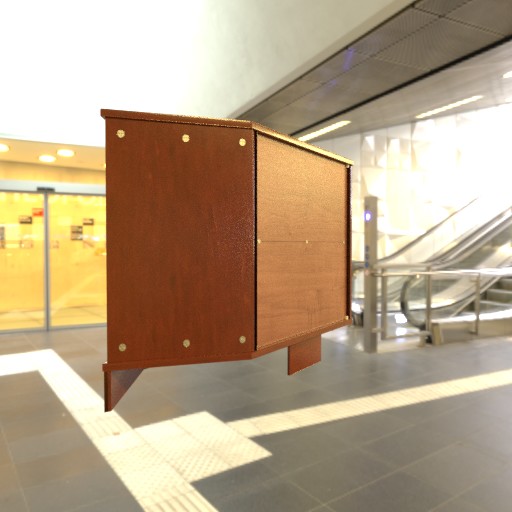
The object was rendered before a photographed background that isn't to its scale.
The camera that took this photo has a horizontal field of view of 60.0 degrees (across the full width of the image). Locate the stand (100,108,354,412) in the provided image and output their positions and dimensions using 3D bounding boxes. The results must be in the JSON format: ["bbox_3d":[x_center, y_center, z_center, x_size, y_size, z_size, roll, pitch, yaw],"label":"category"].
[{"bbox_3d":[0.000,0.000,1.328,0.381,0.614,1.072,1,2,35],"label":"stand"}]
